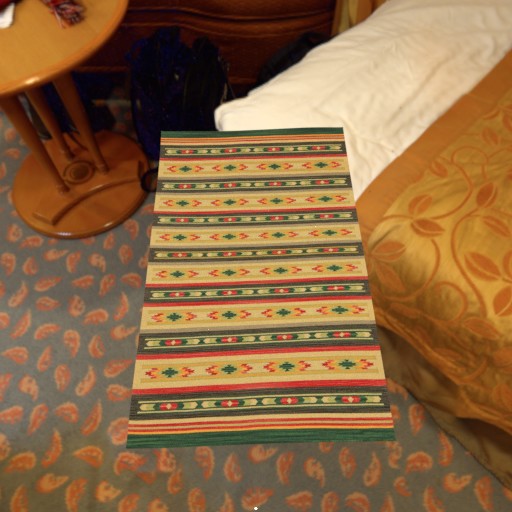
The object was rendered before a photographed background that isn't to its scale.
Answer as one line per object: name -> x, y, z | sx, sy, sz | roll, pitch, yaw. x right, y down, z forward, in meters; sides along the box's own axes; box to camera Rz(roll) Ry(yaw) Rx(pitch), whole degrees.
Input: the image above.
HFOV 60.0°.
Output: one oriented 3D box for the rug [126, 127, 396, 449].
rug -> 0.000, 0.000, 3.097 | 1.520, 0.011, 2.447 | -1, 60, -1
